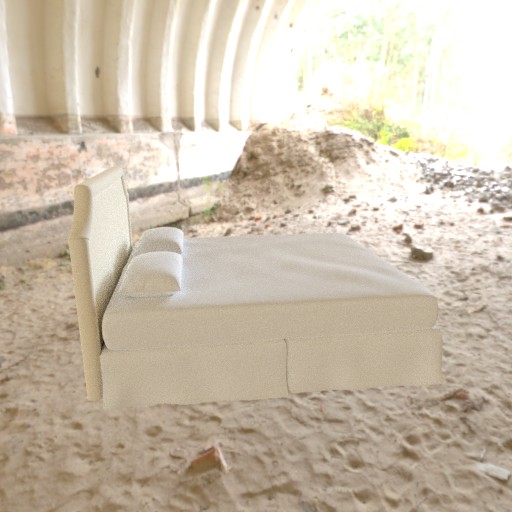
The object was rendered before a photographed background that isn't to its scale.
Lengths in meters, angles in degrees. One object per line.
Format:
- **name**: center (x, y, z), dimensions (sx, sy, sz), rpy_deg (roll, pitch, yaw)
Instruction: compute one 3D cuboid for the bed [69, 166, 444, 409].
- **bed**: center (0.000, 0.000, 4.218), dimensions (2.773, 1.590, 2.350), rpy_deg (-2, 16, -8)
